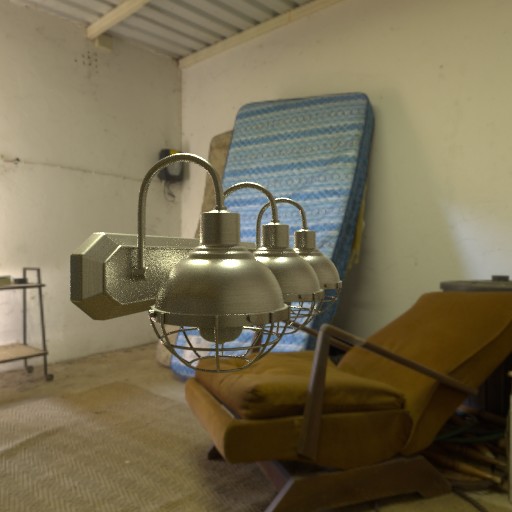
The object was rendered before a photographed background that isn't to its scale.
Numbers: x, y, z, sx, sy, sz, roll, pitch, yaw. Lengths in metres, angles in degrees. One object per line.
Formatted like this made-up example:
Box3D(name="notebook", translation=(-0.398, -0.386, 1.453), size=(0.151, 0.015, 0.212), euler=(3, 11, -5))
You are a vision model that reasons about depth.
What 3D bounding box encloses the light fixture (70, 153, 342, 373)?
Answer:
Box3D(name="light fixture", translation=(0.000, 0.000, 0.760), size=(0.229, 0.254, 0.634), euler=(0, 1, 18))
